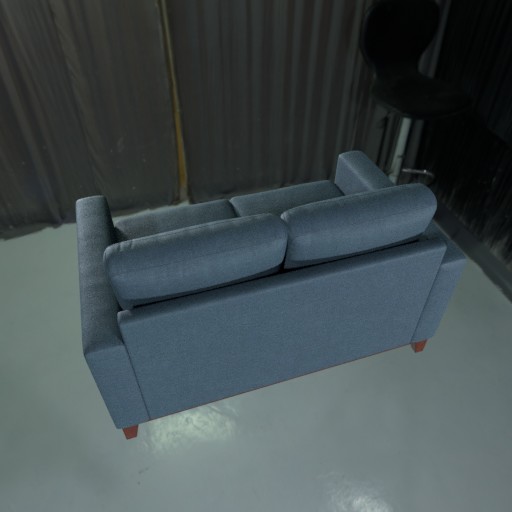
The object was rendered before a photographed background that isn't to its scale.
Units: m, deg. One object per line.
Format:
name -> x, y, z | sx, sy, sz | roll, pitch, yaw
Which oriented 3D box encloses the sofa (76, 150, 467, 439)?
sofa -> 0.000, 0.000, 2.051 | 1.489, 0.903, 0.955 | -13, 44, -13
